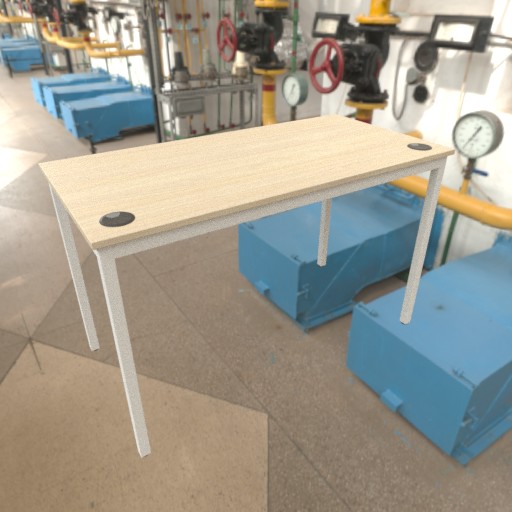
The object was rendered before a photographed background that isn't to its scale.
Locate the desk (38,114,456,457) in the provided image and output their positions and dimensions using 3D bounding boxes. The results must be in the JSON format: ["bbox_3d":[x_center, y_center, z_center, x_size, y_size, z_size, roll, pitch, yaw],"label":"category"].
[{"bbox_3d":[0.000,0.000,1.608,1.200,0.750,0.600,-18,35,-28],"label":"desk"}]
